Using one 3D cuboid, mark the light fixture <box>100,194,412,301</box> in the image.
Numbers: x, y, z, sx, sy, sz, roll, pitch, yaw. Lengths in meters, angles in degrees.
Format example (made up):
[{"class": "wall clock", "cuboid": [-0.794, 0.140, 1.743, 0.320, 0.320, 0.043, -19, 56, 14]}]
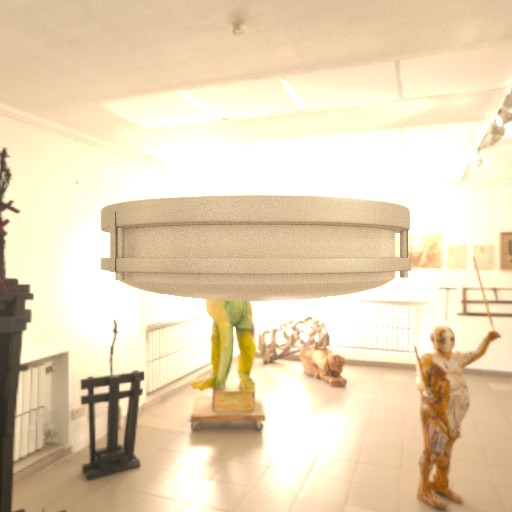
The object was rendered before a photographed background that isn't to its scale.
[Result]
[{"class": "light fixture", "cuboid": [0.000, 0.000, 0.537, 0.356, 0.102, 0.356, 0, 0, 0]}]
